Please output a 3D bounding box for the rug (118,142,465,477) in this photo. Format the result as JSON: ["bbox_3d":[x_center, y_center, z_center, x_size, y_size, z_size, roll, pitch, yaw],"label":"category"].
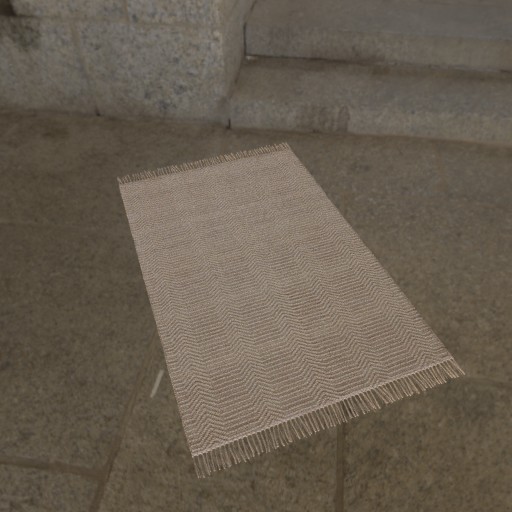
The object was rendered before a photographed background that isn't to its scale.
[{"bbox_3d":[0.000,0.000,3.058,1.528,0.034,2.523,-15,48,-14],"label":"rug"}]
